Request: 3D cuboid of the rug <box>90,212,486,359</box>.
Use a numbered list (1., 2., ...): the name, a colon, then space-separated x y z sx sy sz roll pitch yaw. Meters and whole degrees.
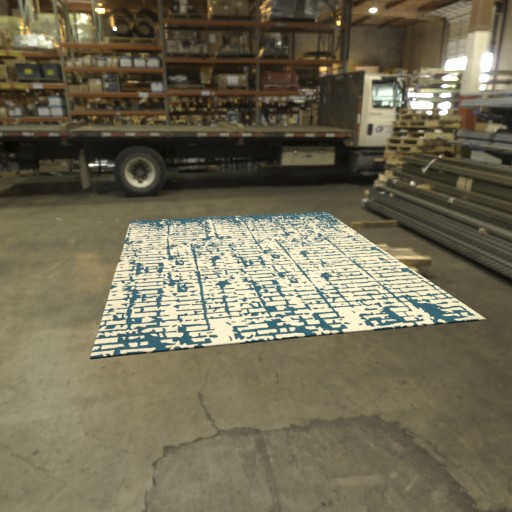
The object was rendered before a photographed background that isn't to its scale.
1. rug: 0.000 0.000 4.013 2.416 0.014 3.017 -4 19 -10
